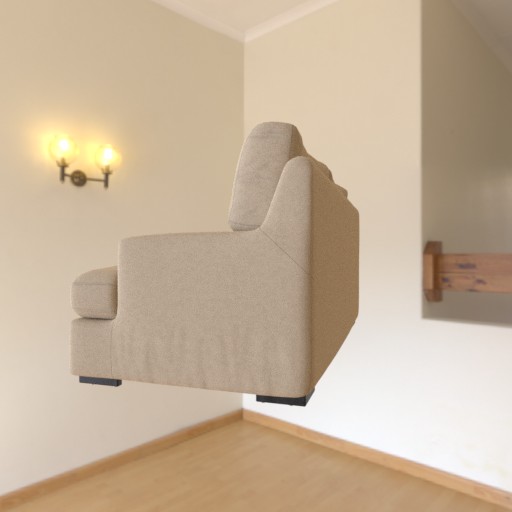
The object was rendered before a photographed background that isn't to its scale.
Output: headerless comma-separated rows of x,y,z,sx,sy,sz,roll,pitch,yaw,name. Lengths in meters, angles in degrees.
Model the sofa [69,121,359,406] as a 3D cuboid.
0.000,0.000,2.420,0.962,0.967,1.885,0,0,18,sofa
